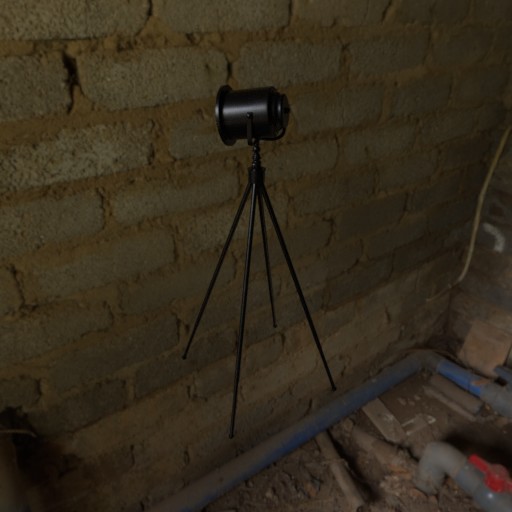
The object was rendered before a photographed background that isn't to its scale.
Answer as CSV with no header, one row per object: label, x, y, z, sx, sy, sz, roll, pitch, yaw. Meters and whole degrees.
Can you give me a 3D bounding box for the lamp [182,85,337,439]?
lamp,0.000,0.000,2.075,0.884,1.504,0.879,8,30,14
